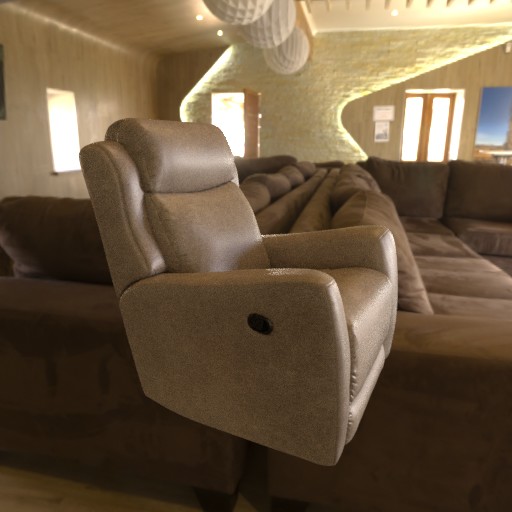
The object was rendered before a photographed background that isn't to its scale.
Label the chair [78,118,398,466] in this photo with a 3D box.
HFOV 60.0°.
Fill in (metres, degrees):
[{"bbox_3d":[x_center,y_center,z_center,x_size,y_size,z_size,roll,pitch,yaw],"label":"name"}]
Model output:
[{"bbox_3d":[0.000,0.000,1.880,1.068,1.116,0.965,7,16,26],"label":"chair"}]
